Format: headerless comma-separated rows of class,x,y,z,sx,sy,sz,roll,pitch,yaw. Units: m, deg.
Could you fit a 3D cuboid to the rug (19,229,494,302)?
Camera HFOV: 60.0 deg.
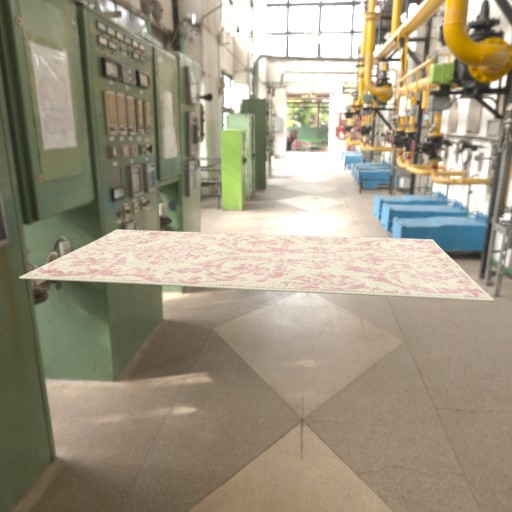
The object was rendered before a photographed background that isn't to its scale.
rug,0.000,0.000,1.411,1.219,0.007,0.604,2,16,8
